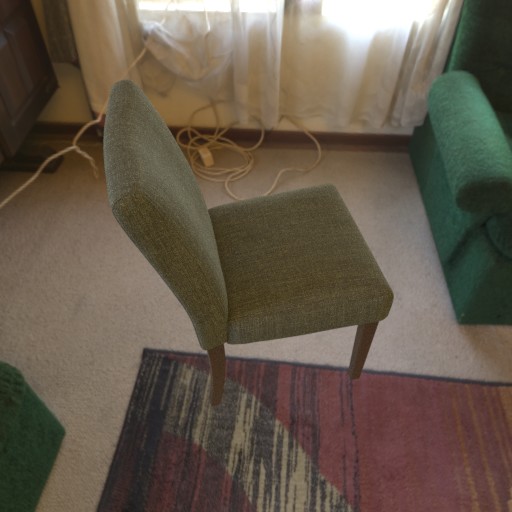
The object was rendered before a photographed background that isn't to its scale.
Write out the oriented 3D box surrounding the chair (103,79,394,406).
[{"bbox_3d":[0.000,0.000,1.242,0.629,0.884,0.487,-9,48,-8],"label":"chair"}]
